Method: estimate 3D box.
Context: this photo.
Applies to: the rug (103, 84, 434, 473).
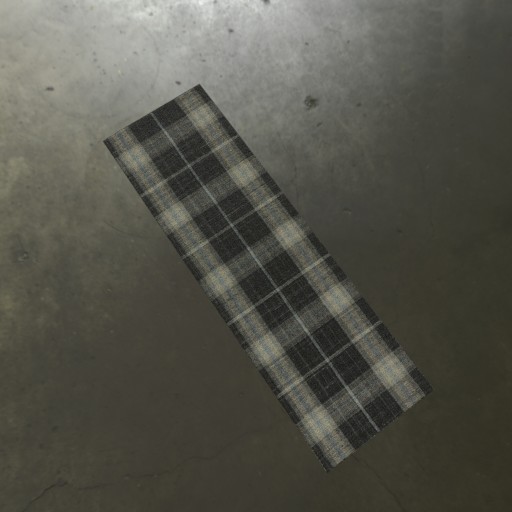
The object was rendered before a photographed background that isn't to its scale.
[{"bbox_3d":[0.000,0.000,2.704,0.760,0.012,2.434,-34,78,-8],"label":"rug"}]
